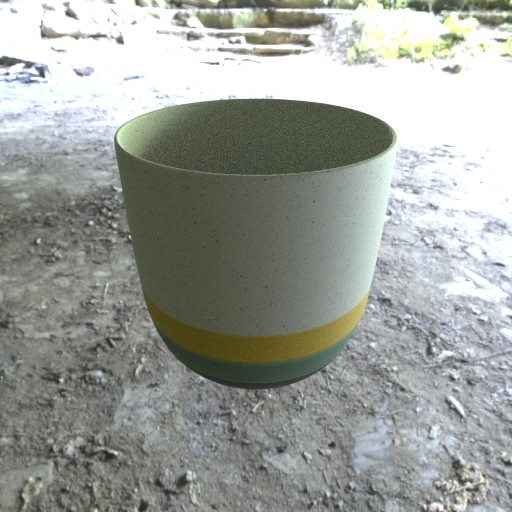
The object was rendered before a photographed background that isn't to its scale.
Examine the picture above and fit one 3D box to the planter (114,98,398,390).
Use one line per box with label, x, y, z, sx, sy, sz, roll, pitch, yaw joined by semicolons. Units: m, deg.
planter;0.000;0.000;0.369;0.195;0.214;0.195;0;31;0
